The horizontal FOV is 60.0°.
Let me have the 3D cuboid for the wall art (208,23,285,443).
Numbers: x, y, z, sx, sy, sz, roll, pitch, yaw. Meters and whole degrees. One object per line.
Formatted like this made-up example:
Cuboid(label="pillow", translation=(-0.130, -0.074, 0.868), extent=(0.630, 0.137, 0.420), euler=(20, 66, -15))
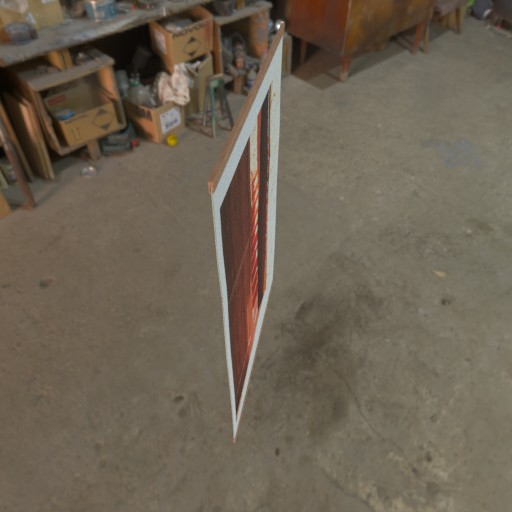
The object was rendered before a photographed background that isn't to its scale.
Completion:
Cuboid(label="wall art", translation=(0.000, 0.000, 1.894), extent=(0.019, 1.527, 1.019), euler=(8, 47, 8))
